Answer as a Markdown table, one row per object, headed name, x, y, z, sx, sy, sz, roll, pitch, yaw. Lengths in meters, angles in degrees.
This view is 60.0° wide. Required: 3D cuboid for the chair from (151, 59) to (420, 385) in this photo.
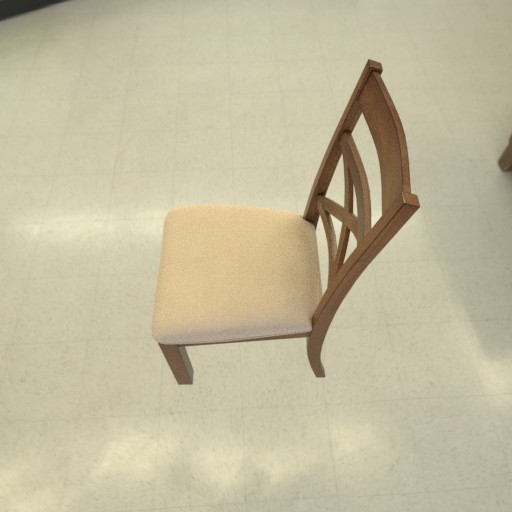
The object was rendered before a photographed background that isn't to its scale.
| name | x | y | z | sx | sy | sz | roll | pitch | yaw |
| --- | --- | --- | --- | --- | --- | --- | --- | --- | --- |
| chair | 0.000 | 0.000 | 1.255 | 0.581 | 0.949 | 0.461 | -1 | 57 | 0 |
